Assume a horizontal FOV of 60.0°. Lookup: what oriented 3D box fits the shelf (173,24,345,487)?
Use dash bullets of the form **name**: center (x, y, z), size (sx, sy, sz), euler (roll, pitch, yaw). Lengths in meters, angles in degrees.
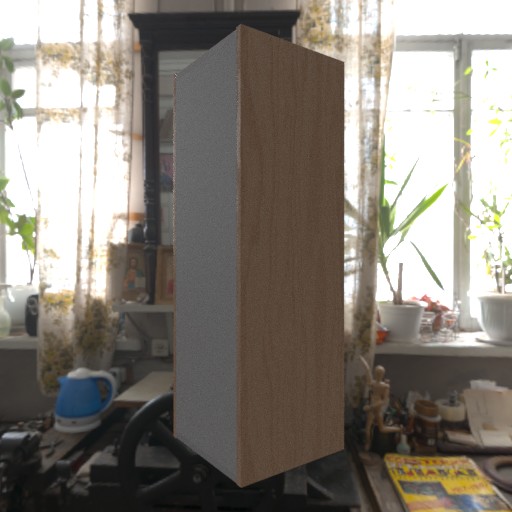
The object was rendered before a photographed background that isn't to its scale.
- **shelf**: center (0.000, 0.000, 1.066), size (0.290, 0.900, 0.300), euler (0, 0, -36)
